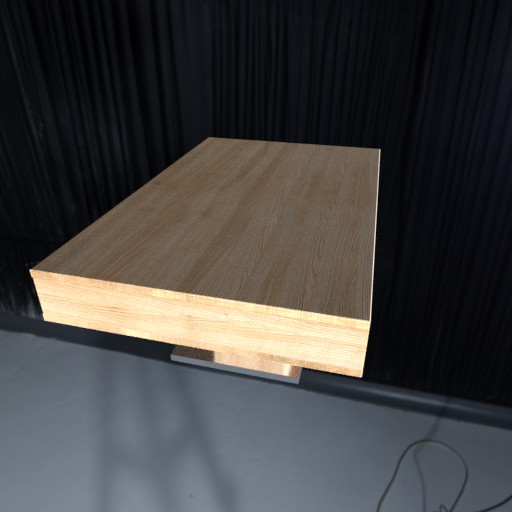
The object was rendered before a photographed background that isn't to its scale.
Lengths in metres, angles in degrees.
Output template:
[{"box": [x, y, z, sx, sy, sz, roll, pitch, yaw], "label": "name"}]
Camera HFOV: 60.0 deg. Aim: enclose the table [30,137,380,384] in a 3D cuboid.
[{"box": [0.000, 0.000, 1.425, 0.700, 0.440, 1.100, 7, 30, 13], "label": "table"}]
